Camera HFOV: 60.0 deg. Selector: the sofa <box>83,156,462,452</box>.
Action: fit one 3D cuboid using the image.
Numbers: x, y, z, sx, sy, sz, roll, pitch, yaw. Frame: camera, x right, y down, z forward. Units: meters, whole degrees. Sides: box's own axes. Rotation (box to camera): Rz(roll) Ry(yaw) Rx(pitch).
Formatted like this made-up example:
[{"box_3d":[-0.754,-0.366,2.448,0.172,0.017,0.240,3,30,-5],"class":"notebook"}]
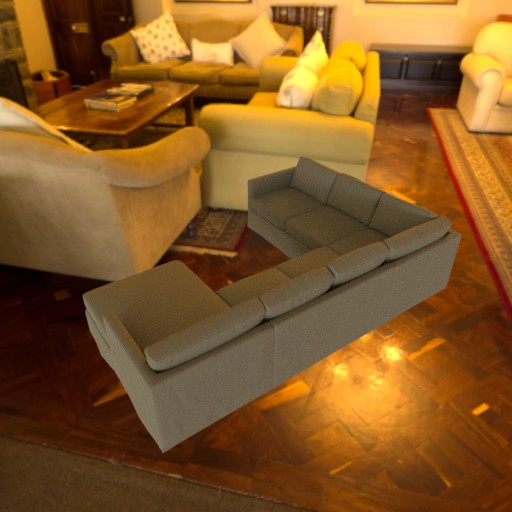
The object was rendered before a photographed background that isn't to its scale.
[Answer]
[{"box_3d":[0.000,0.000,4.634,3.460,0.882,2.427,-21,39,-29],"class":"sofa"}]
